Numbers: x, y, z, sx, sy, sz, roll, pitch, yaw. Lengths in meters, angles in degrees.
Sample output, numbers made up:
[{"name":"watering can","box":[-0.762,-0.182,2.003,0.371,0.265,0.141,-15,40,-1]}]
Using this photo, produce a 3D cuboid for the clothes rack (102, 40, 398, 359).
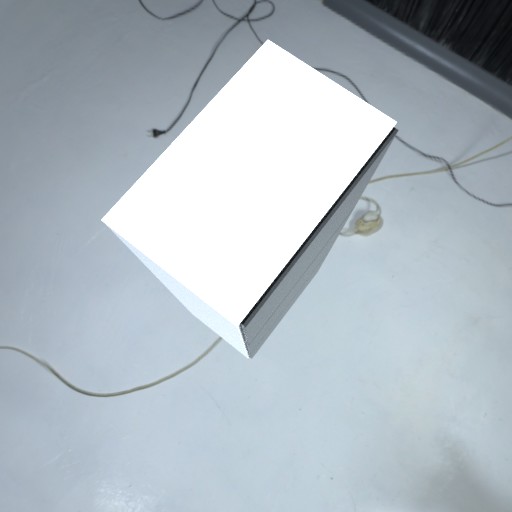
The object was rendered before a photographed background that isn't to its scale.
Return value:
[{"name":"clothes rack","box":[0.000,0.000,1.406,0.330,1.187,0.500,37,78,10]}]
